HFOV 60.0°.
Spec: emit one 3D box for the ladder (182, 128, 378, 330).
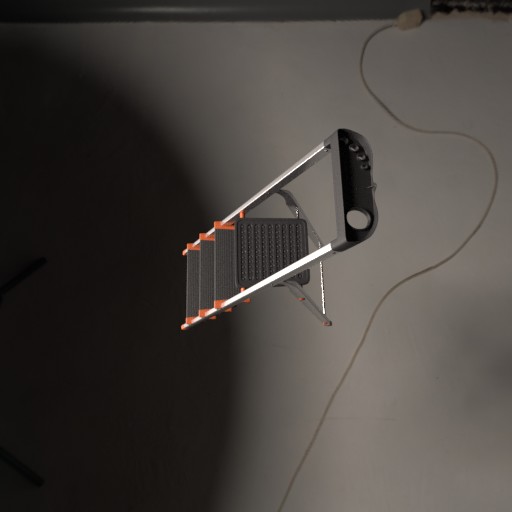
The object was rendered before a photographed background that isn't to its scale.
[{"bbox_3d":[0.000,0.000,1.822,0.834,1.429,0.452,-1,75,0],"label":"ladder"}]
